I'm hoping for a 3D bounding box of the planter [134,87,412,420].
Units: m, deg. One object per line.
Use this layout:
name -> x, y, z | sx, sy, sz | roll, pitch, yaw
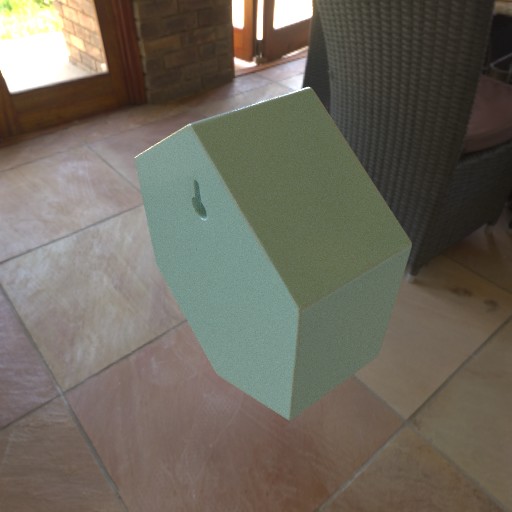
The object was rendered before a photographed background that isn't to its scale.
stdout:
planter -> 0.000, 0.000, 0.294 | 0.078, 0.207, 0.169 | -26, 48, -27
